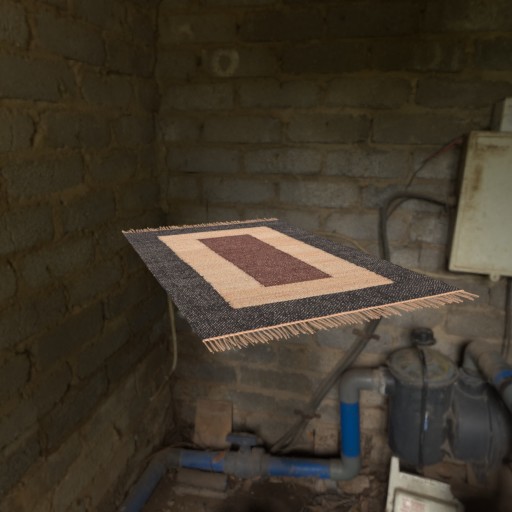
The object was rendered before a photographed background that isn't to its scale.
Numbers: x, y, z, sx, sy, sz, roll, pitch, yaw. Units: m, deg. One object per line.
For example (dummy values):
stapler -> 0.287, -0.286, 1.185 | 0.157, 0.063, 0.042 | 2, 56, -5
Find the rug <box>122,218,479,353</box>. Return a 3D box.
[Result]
rug -> 0.000, 0.000, 2.550 | 1.224, 0.027, 2.021 | -7, 17, -23
